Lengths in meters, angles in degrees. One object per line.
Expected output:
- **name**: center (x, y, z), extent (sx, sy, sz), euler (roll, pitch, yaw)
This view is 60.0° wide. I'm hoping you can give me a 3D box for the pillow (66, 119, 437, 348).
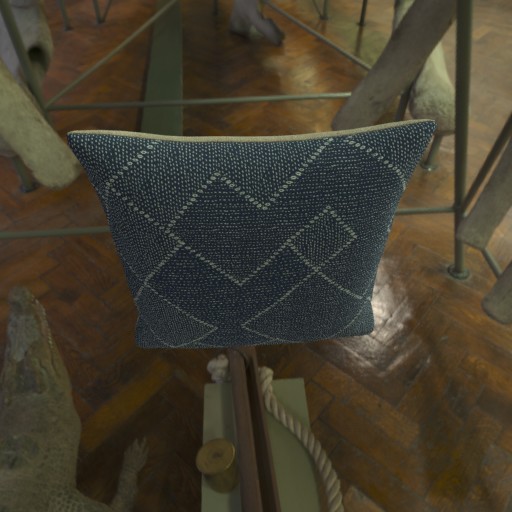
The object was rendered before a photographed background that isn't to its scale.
- **pillow**: center (0.000, 0.000, 0.662), extent (0.435, 0.428, 0.148), euler (-3, 47, -3)
